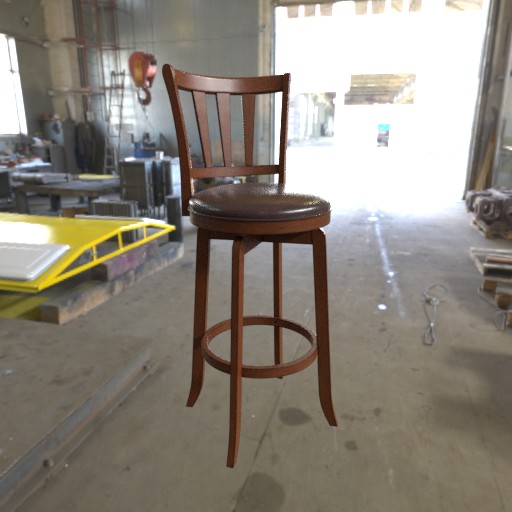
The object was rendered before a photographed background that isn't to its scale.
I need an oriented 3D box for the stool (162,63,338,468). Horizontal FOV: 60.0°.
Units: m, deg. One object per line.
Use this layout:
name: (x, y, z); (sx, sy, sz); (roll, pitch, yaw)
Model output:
stool: (0.000, 0.000, 1.458); (0.464, 1.177, 0.503); (-9, 18, -28)
